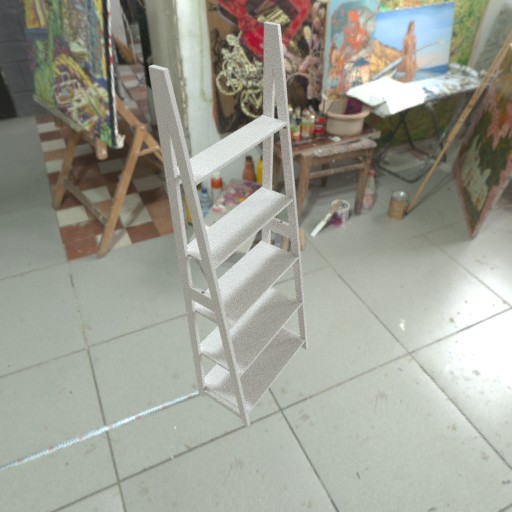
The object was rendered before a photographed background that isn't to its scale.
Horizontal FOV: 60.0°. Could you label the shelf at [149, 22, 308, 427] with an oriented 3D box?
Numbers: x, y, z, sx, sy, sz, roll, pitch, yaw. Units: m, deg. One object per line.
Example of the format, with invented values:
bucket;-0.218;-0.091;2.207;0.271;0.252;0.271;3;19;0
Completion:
shelf;0.000;0.000;2.027;0.341;1.779;0.636;25;47;26
